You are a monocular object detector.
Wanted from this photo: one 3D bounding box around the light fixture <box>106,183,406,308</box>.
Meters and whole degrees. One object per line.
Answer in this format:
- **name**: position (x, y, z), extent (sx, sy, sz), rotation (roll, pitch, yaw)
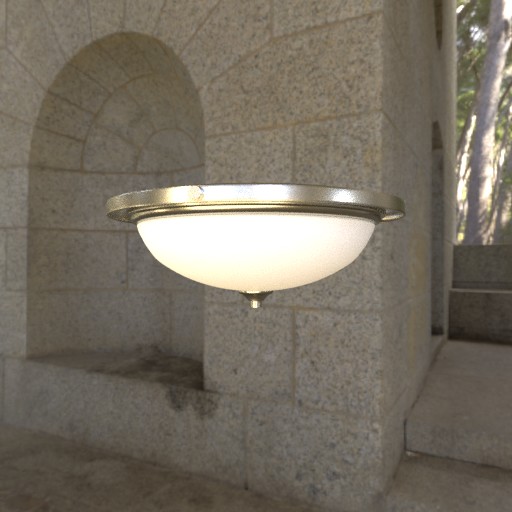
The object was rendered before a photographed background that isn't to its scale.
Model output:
- **light fixture**: position (0.000, 0.000, 0.563), extent (0.361, 0.130, 0.361), rotation (0, -1, 0)
